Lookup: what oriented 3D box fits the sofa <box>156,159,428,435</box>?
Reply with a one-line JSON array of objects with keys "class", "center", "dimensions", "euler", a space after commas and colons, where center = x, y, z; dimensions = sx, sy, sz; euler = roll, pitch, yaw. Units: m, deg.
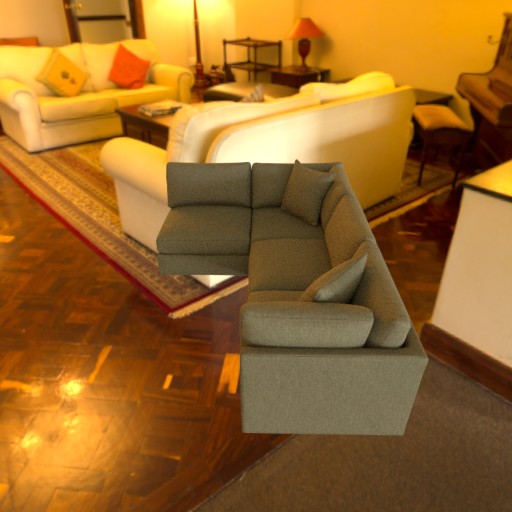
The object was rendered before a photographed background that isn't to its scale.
[{"class": "sofa", "center": [0.000, 0.000, 3.834], "dimensions": [1.994, 0.978, 2.896], "euler": [1, 31, 1]}]
